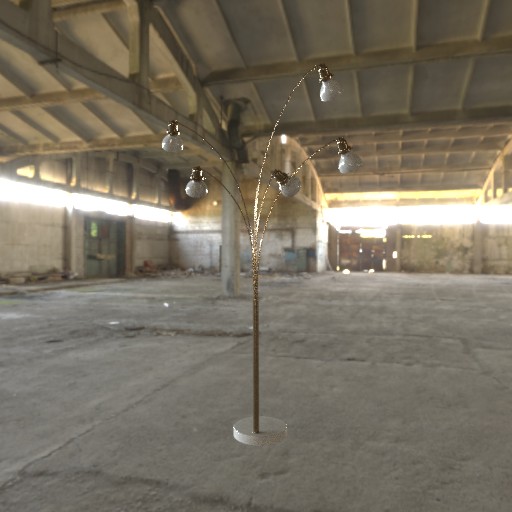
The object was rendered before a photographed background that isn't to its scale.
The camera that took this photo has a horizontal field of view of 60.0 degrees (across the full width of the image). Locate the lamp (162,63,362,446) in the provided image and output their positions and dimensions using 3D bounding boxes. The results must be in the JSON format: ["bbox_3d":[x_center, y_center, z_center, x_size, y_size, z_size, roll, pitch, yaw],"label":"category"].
[{"bbox_3d":[0.000,0.000,3.012,1.405,2.423,0.361,0,0,17],"label":"lamp"}]
